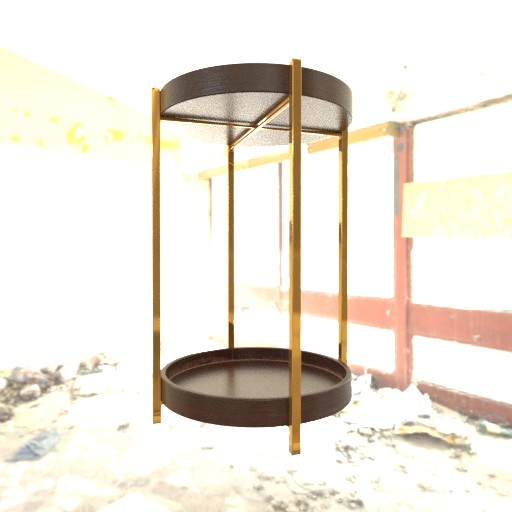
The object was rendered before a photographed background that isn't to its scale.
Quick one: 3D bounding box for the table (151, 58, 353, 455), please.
[{"bbox_3d":[0.000,0.000,0.871,0.400,0.610,0.400,0,1,-18],"label":"table"}]
